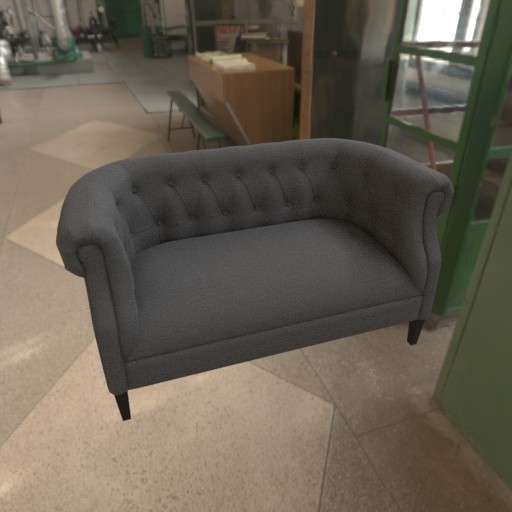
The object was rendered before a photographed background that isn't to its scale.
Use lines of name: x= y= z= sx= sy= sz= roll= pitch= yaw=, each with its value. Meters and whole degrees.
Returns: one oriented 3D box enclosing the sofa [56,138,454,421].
sofa: x=0.000 y=0.000 z=2.038 sx=1.558 sy=0.827 sz=0.835 roll=-10 pitch=33 yaw=-16
